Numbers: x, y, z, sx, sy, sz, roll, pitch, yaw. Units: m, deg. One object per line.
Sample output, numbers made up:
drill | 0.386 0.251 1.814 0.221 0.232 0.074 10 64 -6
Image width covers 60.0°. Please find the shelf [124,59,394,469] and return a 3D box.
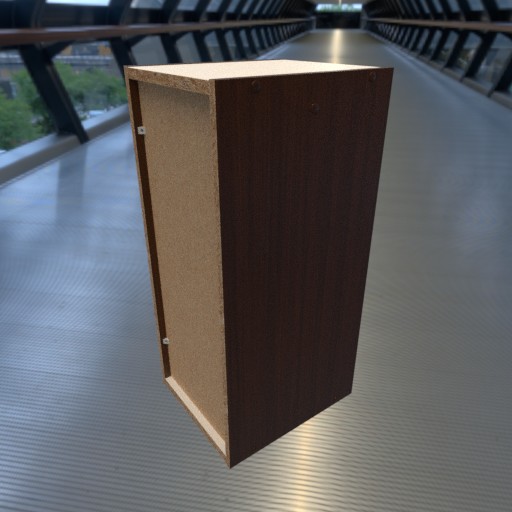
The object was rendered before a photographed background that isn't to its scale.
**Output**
shelf | 0.000 0.000 0.762 0.290 0.600 0.253 -18 32 -32
